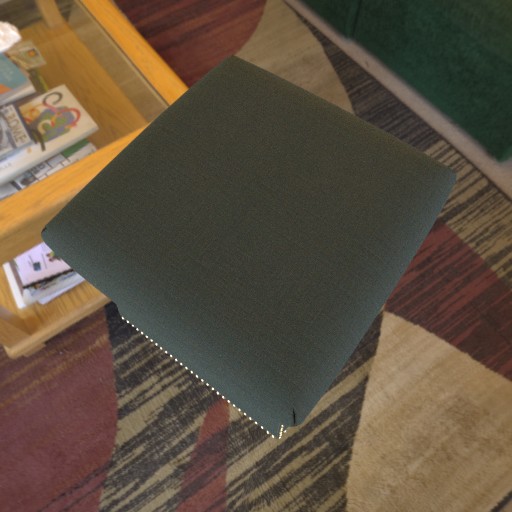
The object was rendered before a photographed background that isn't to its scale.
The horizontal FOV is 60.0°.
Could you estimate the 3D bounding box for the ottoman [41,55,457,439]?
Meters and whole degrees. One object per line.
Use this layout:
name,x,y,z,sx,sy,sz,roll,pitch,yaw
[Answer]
ottoman,0.000,0.000,0.881,0.497,0.475,0.507,34,69,15
